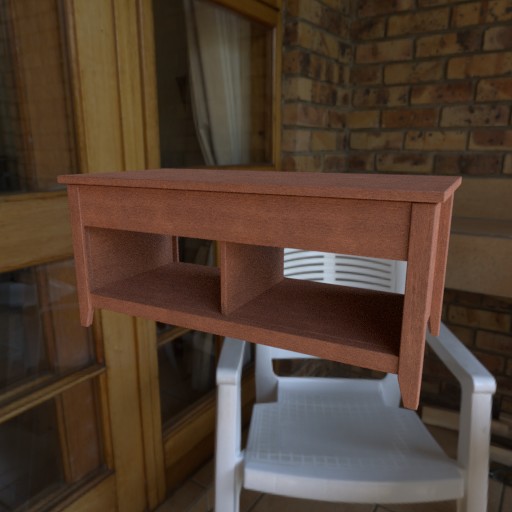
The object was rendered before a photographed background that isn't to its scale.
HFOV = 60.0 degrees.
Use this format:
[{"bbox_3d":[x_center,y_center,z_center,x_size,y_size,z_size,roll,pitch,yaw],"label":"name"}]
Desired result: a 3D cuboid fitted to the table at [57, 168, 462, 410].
[{"bbox_3d":[0.000,0.000,1.284,1.016,0.457,0.483,7,15,27],"label":"table"}]
